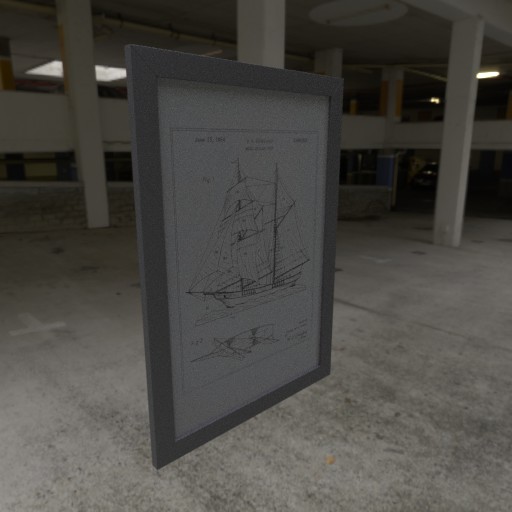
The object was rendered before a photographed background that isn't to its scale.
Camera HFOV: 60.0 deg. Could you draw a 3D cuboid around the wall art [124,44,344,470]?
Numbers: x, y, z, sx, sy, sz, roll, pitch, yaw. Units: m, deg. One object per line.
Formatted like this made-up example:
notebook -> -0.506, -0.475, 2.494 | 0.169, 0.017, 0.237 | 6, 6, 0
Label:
wall art -> 0.000, 0.000, 0.668 | 0.380, 0.534, 0.013 | -13, 19, -41
